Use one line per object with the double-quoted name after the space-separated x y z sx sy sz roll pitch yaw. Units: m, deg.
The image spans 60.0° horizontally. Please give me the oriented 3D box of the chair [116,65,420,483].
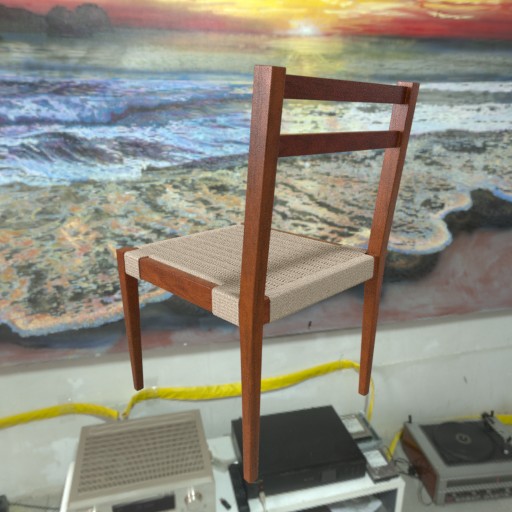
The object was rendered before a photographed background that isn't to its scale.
0.000 0.000 1.162 0.495 0.851 0.569 -16 23 -42 "chair"
